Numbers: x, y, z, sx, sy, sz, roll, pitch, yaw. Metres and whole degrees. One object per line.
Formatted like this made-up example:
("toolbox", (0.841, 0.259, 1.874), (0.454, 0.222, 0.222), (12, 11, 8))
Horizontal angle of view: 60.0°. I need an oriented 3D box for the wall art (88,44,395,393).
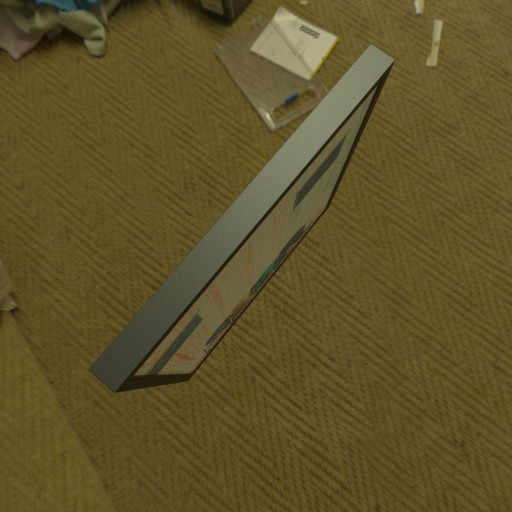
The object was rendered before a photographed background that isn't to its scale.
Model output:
("wall art", (0.000, 0.000, 0.747), (0.037, 0.506, 0.506), (38, 79, 9))
